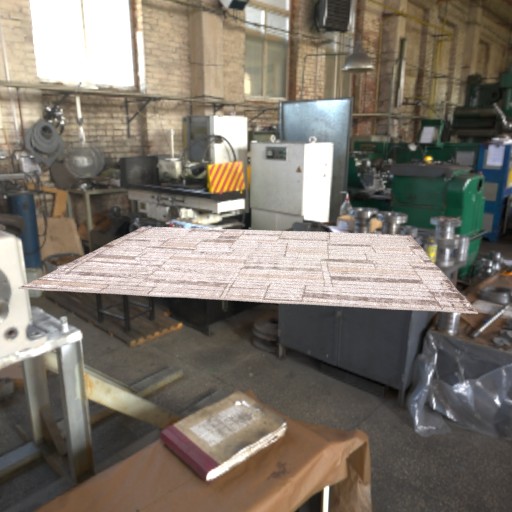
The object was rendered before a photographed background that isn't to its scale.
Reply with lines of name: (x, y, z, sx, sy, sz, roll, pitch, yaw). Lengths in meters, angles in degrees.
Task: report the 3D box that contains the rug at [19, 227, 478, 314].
rug: (0.000, 0.000, 4.347, 3.357, 0.019, 2.449, 2, 15, 8)
